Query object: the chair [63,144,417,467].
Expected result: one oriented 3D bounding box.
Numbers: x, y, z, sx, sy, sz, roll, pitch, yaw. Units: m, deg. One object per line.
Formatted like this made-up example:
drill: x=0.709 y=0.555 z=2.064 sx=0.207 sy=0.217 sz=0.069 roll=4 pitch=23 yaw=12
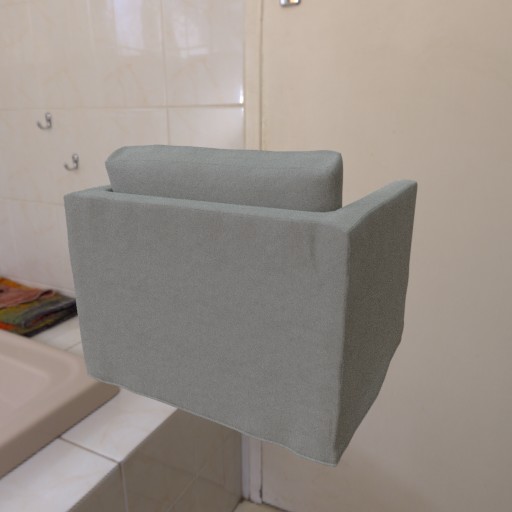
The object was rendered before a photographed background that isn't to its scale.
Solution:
chair: x=0.000 y=0.000 z=1.747 sx=1.057 sy=0.863 sz=0.949 roll=9 pitch=19 yaw=28
